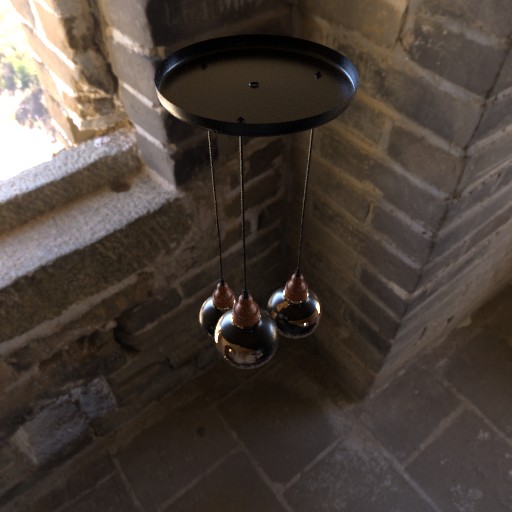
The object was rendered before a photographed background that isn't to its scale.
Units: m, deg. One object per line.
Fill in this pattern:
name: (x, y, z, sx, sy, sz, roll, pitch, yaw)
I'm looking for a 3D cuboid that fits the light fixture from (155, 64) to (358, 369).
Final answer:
light fixture: (0.000, 0.000, 1.711, 0.608, 1.410, 0.605, 4, 46, 4)
